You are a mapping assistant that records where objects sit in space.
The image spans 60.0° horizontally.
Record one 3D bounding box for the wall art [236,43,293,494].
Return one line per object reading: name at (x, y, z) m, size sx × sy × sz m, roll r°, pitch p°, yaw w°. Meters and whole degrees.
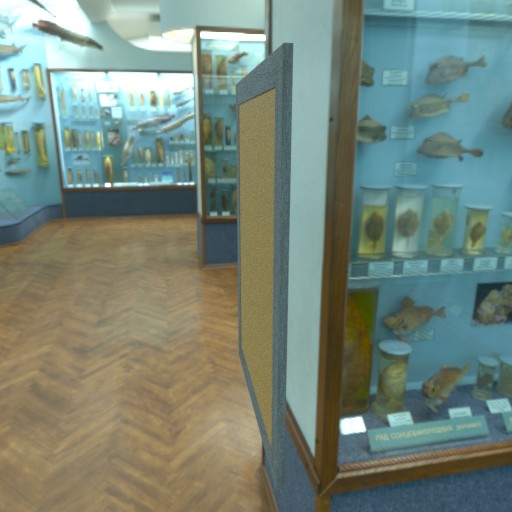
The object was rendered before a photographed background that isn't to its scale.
wall art at (0.000, 0.000, 1.371) m, size 0.020 × 1.070 × 0.768 m, roll -3°, pitch 16°, yaw -9°
